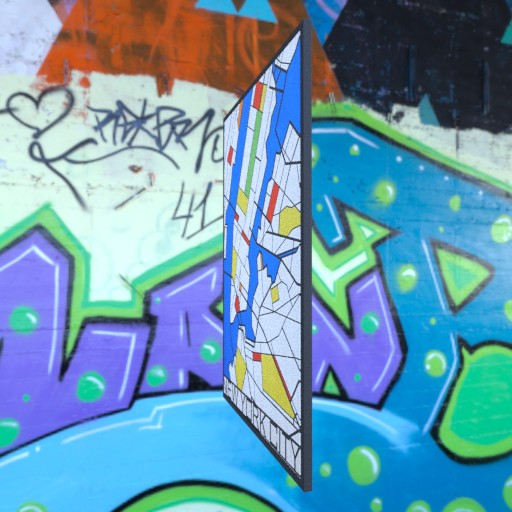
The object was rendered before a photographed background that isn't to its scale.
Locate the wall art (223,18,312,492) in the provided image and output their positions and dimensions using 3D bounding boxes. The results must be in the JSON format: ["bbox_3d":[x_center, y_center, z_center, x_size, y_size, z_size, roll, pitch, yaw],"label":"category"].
[{"bbox_3d":[0.000,0.000,0.837,0.013,0.660,0.460,0,-1,-18],"label":"wall art"}]
